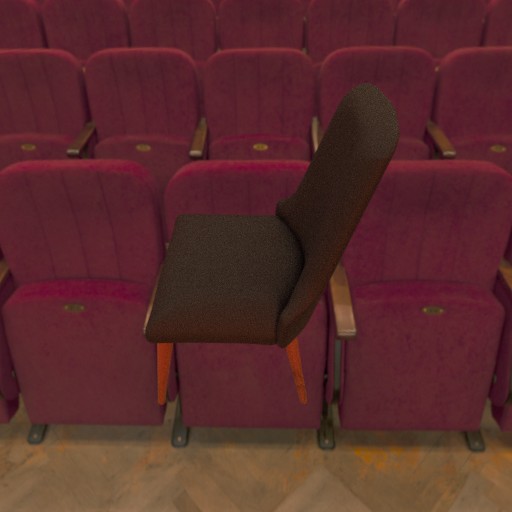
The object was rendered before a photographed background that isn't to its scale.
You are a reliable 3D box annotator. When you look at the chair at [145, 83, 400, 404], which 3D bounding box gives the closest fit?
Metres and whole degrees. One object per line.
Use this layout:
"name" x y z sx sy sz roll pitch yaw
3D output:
"chair" 0.000 0.000 1.174 0.567 0.820 0.504 1 40 1
